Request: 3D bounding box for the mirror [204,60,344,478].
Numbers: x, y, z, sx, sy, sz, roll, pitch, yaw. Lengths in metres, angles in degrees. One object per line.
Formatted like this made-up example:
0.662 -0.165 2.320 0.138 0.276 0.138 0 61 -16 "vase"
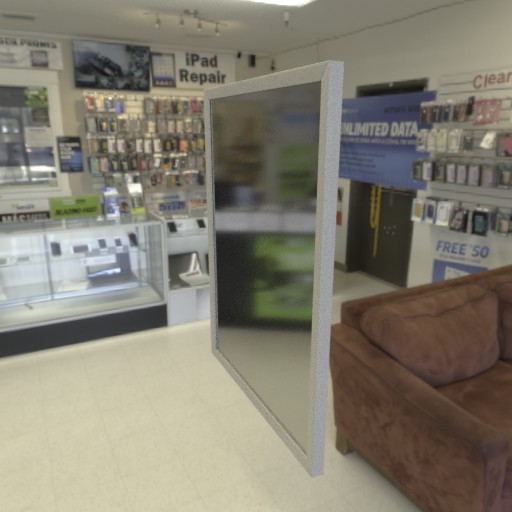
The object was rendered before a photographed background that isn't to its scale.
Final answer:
0.000 0.000 1.365 0.040 1.016 0.762 -8 18 -25 "mirror"
